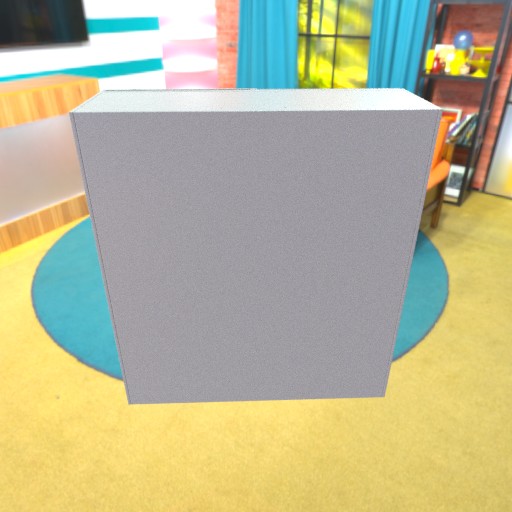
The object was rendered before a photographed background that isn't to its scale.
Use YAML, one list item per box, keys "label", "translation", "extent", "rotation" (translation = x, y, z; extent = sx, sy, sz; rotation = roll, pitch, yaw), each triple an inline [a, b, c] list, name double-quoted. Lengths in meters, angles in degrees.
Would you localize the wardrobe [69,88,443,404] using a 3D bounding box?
- label: "wardrobe"
  translation: [0.000, 0.000, 2.861]
  extent: [1.780, 1.960, 0.629]
  rotation: [-1, 30, -2]
